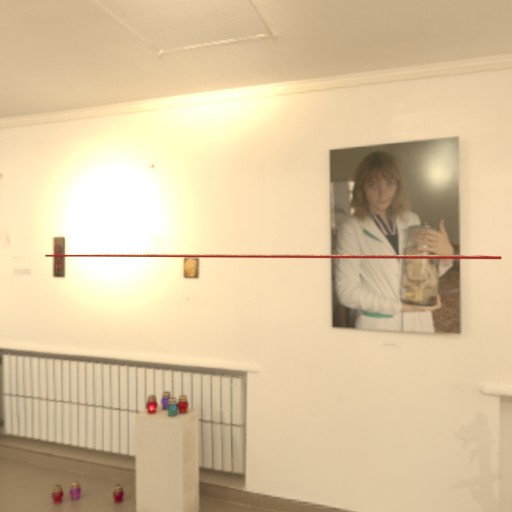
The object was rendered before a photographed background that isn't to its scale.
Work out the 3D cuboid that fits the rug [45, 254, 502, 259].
[{"bbox_3d":[0.000,0.000,2.446,2.292,0.015,0.659,0,1,19],"label":"rug"}]
